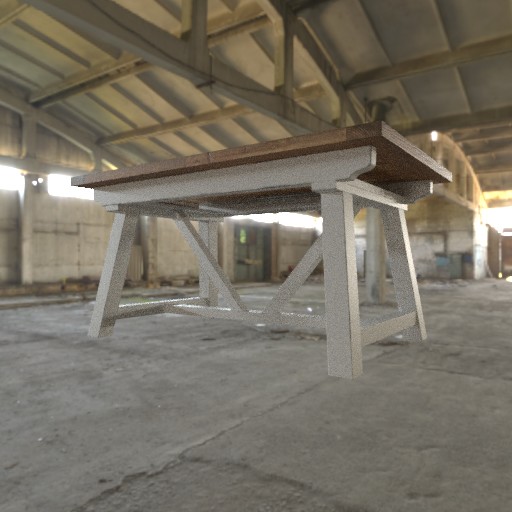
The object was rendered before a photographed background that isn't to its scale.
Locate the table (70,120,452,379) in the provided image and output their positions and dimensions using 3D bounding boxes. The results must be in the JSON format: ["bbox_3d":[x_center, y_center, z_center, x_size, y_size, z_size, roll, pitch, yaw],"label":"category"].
[{"bbox_3d":[0.000,0.000,2.041,1.503,0.743,0.922,0,-1,35],"label":"table"}]
